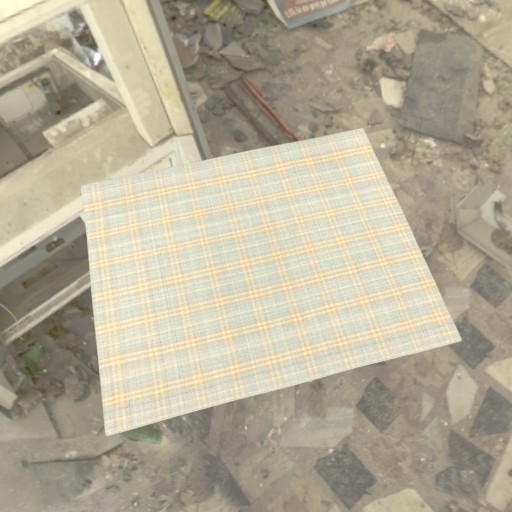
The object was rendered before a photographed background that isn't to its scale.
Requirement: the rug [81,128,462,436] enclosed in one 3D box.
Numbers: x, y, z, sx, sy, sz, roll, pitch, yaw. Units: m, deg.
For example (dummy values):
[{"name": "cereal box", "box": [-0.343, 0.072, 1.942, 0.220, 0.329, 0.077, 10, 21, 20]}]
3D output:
[{"name": "rug", "box": [0.000, 0.000, 4.166, 3.066, 0.030, 2.462, -13, 64, -6]}]
